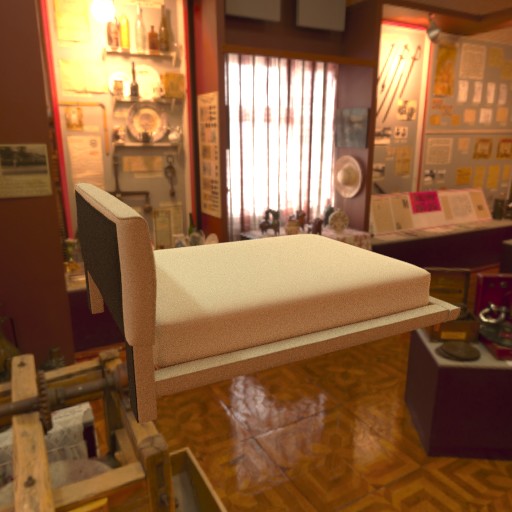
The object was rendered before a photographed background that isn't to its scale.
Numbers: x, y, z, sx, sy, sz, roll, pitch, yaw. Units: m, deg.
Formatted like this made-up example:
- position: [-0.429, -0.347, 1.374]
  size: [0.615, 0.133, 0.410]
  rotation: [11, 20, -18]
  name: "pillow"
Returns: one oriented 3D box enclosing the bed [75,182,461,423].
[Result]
- position: [0.000, 0.000, 3.356]
  size: [2.368, 1.067, 1.840]
  rotation: [-8, 16, -26]
  name: "bed"
